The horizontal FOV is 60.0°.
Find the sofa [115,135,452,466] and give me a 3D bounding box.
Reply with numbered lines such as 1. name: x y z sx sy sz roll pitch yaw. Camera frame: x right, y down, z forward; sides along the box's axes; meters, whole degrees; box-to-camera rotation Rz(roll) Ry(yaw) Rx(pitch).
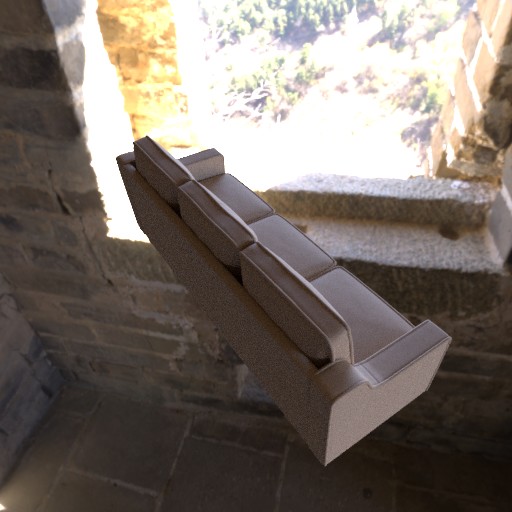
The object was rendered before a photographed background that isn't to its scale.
1. sofa: 0.000 0.000 2.588 0.791 0.902 2.131 -24 47 -25
